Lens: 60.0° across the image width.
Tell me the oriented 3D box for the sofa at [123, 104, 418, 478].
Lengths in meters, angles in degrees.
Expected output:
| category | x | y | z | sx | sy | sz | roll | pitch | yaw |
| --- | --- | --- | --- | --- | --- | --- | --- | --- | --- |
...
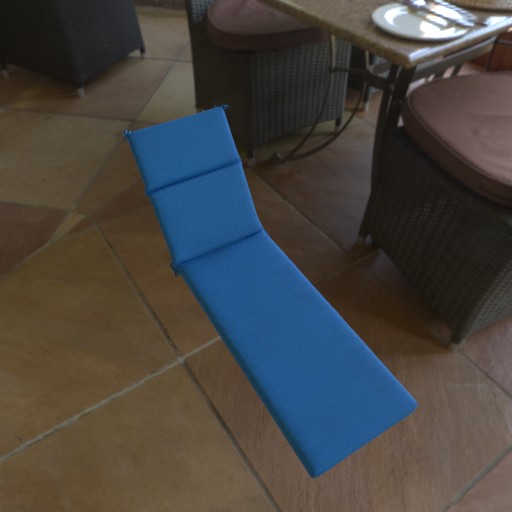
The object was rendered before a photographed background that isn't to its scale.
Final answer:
| category | x | y | z | sx | sy | sz | roll | pitch | yaw |
| --- | --- | --- | --- | --- | --- | --- | --- | --- | --- |
| sofa | 0.000 | 0.000 | 1.972 | 0.582 | 0.622 | 1.663 | -24 | 51 | -21 |
